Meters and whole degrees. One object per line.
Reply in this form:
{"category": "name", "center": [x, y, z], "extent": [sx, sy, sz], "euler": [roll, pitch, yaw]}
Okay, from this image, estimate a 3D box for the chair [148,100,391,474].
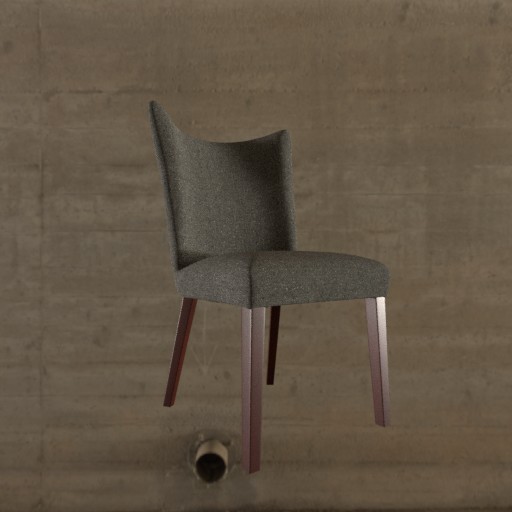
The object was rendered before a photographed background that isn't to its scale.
{"category": "chair", "center": [0.000, 0.000, 1.325], "extent": [0.535, 0.924, 0.623], "euler": [0, 0, -35]}
